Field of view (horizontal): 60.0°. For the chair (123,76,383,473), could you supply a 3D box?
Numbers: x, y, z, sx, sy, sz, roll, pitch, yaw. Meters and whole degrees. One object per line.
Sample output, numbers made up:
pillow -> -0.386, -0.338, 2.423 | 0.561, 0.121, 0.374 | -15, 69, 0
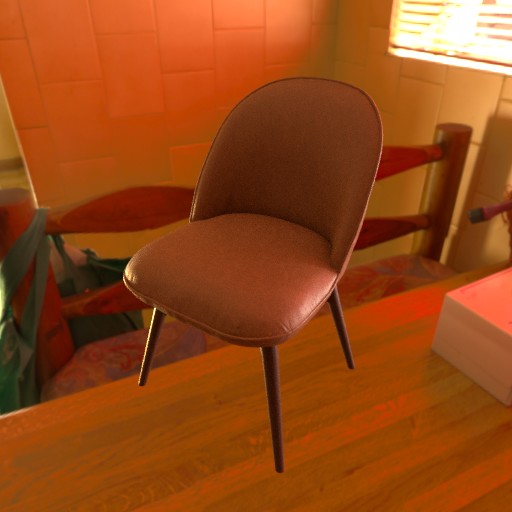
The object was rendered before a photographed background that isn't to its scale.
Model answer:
chair -> 0.000, 0.000, 1.203 | 0.521, 0.831, 0.631 | 20, 36, 29
